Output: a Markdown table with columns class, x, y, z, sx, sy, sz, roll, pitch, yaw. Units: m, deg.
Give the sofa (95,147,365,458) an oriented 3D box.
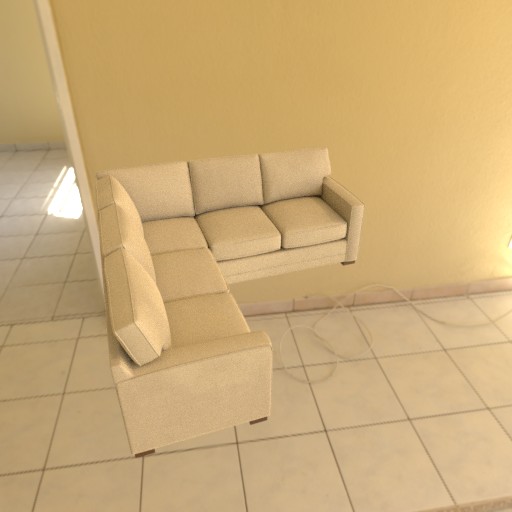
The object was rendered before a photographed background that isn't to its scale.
| class | x | y | z | sx | sy | sz | roll | pitch | yaw |
| --- | --- | --- | --- | --- | --- | --- | --- | --- | --- |
| sofa | 0.000 | 0.000 | 3.362 | 2.189 | 0.939 | 2.182 | -10 | 33 | -16 |
